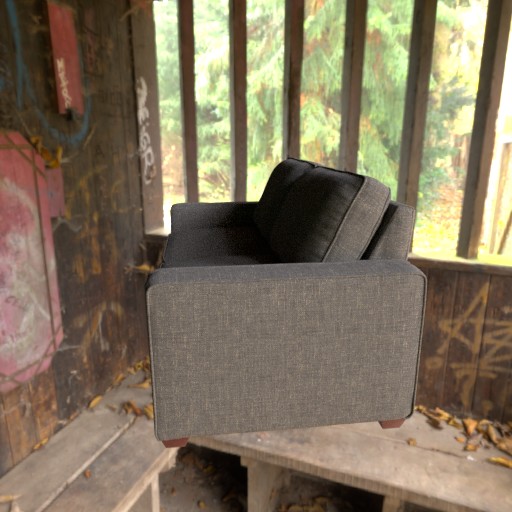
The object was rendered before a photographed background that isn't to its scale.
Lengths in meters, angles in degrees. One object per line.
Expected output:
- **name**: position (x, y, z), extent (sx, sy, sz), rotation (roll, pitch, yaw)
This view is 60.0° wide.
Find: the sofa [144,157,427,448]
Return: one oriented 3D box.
- **sofa**: position (0.000, 0.000, 2.239), extent (0.947, 0.918, 1.709), rotation (-2, 15, -7)
